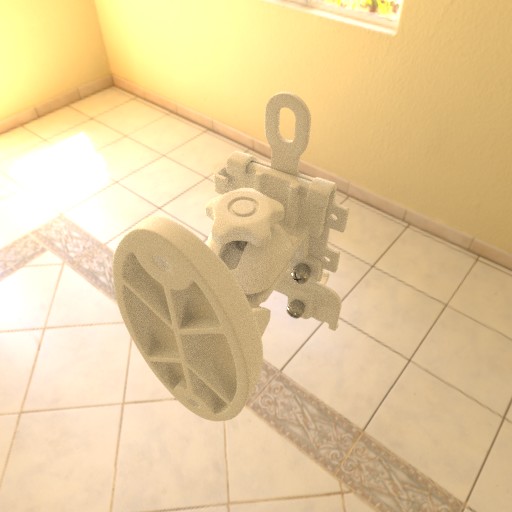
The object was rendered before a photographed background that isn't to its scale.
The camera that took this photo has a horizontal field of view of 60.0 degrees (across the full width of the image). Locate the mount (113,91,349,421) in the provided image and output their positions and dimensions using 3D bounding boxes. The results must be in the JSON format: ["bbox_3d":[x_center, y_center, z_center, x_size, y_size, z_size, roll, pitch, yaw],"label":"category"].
[{"bbox_3d":[0.000,0.000,0.178,0.066,0.118,0.100,23,51,20],"label":"mount"}]
